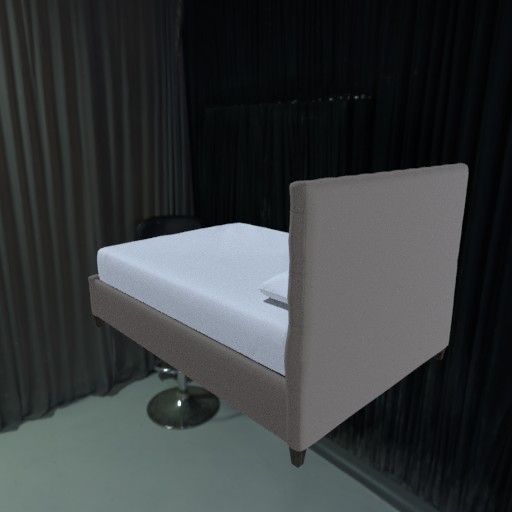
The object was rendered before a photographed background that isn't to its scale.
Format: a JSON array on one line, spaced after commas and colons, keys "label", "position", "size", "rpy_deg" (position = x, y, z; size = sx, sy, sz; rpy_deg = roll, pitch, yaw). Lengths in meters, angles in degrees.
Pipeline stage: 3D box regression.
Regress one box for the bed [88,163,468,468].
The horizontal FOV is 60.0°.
[{"label": "bed", "position": [0.000, 0.000, 3.390], "size": [1.698, 1.427, 2.387], "rpy_deg": [-14, 21, -41]}]
